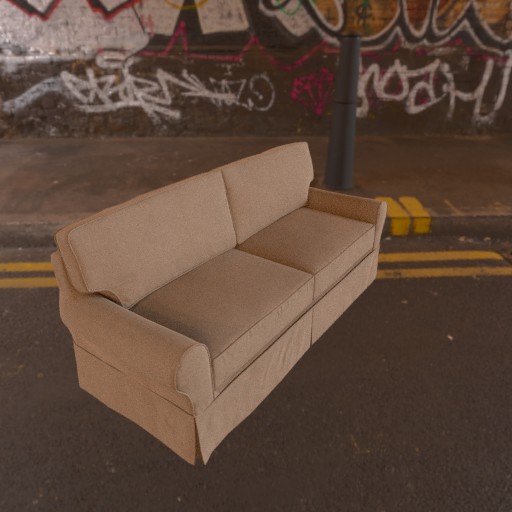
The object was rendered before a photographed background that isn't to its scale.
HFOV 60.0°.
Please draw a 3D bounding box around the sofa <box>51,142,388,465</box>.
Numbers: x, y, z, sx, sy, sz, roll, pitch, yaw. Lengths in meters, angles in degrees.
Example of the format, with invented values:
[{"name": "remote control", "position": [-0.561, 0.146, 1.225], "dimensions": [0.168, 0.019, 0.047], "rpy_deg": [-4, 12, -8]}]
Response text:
[{"name": "sofa", "position": [0.000, 0.000, 2.751], "dimensions": [0.900, 1.014, 2.246], "rpy_deg": [18, 32, 31]}]
